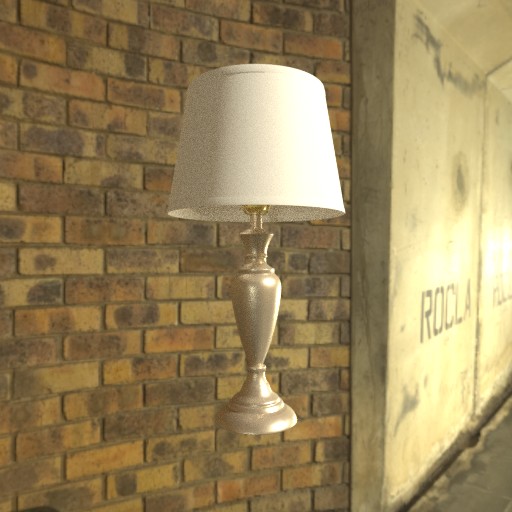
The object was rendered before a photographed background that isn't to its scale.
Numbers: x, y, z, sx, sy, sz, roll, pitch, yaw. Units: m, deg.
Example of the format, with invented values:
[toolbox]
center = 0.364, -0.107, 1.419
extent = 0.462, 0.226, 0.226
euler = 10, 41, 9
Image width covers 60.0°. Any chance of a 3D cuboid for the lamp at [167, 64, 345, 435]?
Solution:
[lamp]
center = 0.000, 0.000, 0.832
extent = 0.328, 0.612, 0.328
euler = 0, 0, 0
